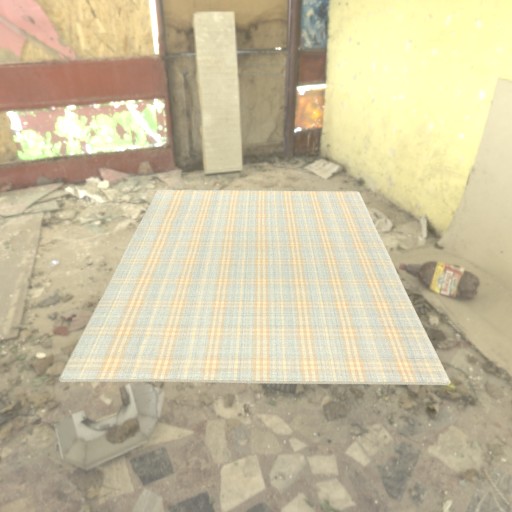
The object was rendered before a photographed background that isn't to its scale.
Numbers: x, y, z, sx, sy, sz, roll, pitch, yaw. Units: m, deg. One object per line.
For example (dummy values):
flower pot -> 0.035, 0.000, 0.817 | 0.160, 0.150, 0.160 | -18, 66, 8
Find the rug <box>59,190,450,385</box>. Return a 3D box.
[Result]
rug -> 0.000, 0.000, 4.079 | 2.462, 0.030, 3.066 | 0, 31, 0
